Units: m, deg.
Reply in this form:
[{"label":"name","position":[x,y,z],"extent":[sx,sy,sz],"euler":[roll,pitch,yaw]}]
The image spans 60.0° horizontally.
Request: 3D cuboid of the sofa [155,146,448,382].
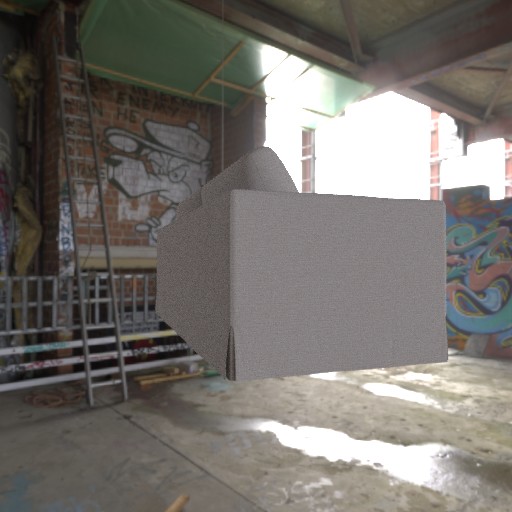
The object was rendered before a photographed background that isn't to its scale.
[{"label":"sofa","position":[0.000,0.000,2.674],"extent":[0.954,0.881,2.163],"euler":[0,-1,-19]}]
